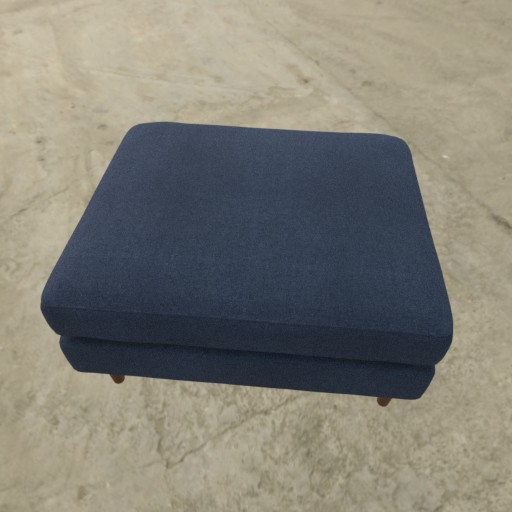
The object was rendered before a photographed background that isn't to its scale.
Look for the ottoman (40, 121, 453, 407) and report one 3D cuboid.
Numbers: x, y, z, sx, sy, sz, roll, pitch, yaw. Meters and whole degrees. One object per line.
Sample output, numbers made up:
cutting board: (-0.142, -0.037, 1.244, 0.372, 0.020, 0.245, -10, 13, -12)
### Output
ottoman: (0.000, 0.000, 1.198, 0.821, 0.474, 0.693, 4, 47, 4)
